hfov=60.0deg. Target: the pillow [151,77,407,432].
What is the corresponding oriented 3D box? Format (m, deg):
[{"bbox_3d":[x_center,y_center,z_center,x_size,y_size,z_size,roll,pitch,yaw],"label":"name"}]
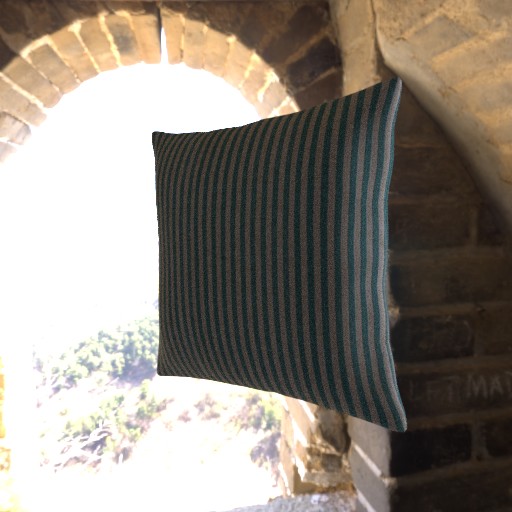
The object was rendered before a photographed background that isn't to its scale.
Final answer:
[{"bbox_3d":[0.000,0.000,0.778,0.523,0.510,0.166,1,2,36],"label":"pillow"}]
